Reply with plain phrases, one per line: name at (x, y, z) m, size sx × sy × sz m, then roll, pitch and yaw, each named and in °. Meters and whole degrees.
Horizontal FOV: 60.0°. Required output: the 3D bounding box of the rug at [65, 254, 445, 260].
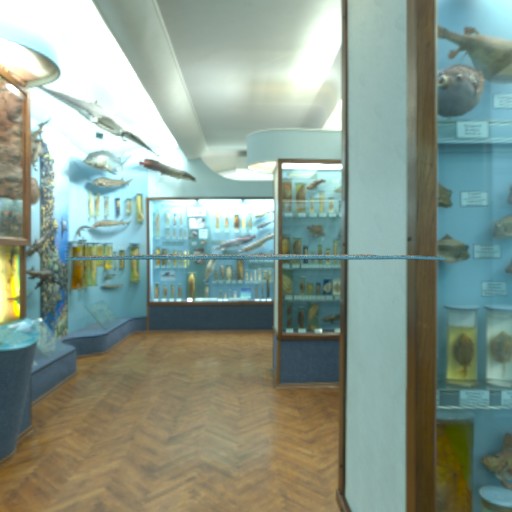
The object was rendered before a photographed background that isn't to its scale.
rug at (0.000, 0.000, 2.293) m, size 1.195 × 0.014 × 1.847 m, roll 0°, pitch 0°, yaw 0°
